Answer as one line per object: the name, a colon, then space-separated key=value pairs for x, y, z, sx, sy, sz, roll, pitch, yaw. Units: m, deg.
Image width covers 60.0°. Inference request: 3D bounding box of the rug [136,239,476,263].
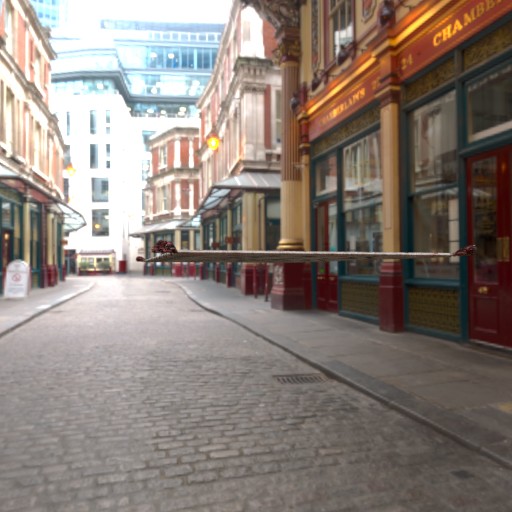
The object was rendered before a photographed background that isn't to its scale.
rug: x=0.000 y=0.000 z=3.396 sx=1.741 sy=0.066 sz=2.672 roll=1 pitch=-2 yaw=-17
